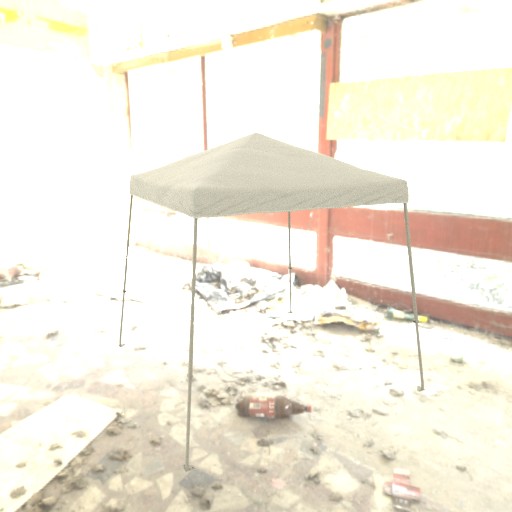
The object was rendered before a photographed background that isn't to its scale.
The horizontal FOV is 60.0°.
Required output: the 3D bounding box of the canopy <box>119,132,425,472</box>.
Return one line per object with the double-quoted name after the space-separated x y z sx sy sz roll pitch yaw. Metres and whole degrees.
0.000 0.000 6.693 3.600 3.600 3.599 -7 15 -27 "canopy"
